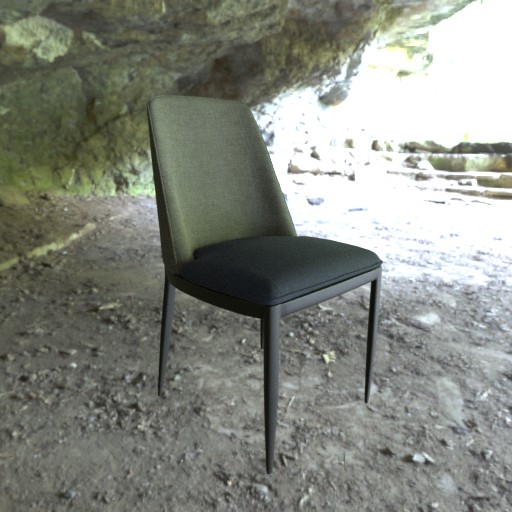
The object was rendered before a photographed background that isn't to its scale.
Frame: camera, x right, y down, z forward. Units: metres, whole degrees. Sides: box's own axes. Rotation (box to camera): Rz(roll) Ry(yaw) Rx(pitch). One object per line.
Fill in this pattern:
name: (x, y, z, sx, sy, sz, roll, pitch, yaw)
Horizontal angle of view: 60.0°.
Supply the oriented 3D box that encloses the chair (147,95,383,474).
chair: (0.000, 0.000, 1.214, 0.488, 0.855, 0.550, -14, 20, -42)
